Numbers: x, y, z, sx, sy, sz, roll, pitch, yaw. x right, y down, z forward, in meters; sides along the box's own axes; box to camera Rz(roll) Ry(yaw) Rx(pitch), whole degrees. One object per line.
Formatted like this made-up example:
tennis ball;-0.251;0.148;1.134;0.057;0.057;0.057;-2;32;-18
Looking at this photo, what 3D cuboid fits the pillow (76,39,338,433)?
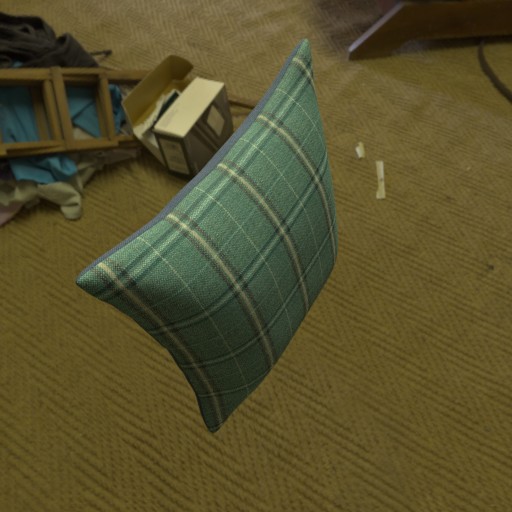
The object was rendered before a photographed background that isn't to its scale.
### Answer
pillow;0.000;0.000;0.679;0.200;0.430;0.453;28;62;16
